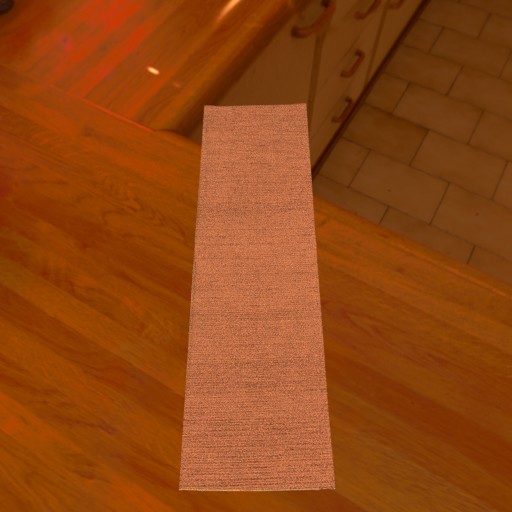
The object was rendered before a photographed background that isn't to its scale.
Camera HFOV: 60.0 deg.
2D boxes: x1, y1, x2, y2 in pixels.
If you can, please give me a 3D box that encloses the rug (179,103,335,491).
[{"bbox_3d":[0.000,0.000,2.477,0.692,0.032,2.320,0,63,0],"label":"rug"}]
